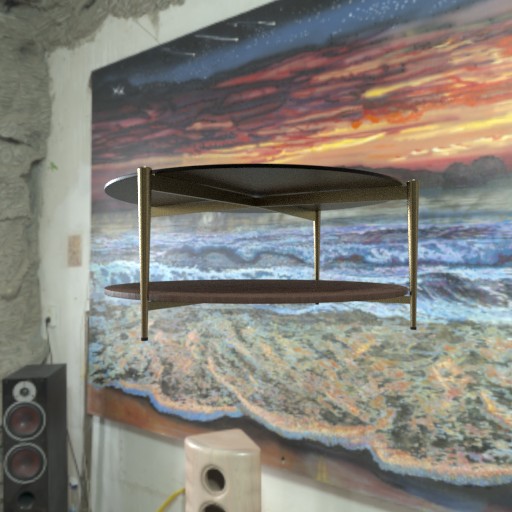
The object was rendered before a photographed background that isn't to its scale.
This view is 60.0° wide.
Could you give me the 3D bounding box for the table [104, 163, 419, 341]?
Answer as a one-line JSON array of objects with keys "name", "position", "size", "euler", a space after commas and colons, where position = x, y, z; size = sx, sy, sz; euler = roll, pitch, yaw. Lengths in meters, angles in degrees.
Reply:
[{"name": "table", "position": [0.000, 0.000, 1.447], "size": [0.938, 0.400, 0.938], "euler": [0, -1, 1]}]
